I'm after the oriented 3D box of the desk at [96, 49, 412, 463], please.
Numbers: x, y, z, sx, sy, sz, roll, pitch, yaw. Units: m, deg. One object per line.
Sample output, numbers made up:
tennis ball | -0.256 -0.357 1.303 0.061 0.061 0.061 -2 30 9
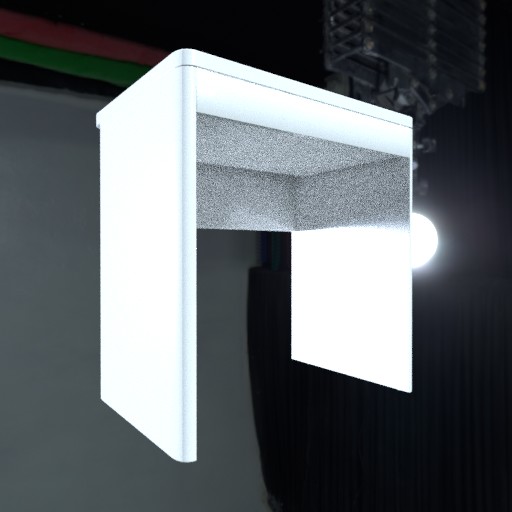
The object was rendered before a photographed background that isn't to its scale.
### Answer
desk | 0.000 0.000 1.284 0.762 0.800 0.549 0 1 -37
